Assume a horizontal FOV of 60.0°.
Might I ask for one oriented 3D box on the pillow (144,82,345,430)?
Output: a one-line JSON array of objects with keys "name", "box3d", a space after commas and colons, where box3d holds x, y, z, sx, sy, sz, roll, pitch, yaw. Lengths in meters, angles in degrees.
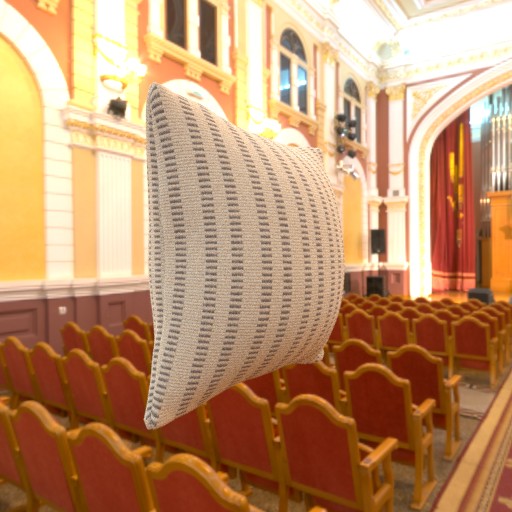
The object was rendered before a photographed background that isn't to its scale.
[{"name": "pillow", "box3d": [0.000, 0.000, 0.704, 0.247, 0.419, 0.438, 0, 0, 36]}]
